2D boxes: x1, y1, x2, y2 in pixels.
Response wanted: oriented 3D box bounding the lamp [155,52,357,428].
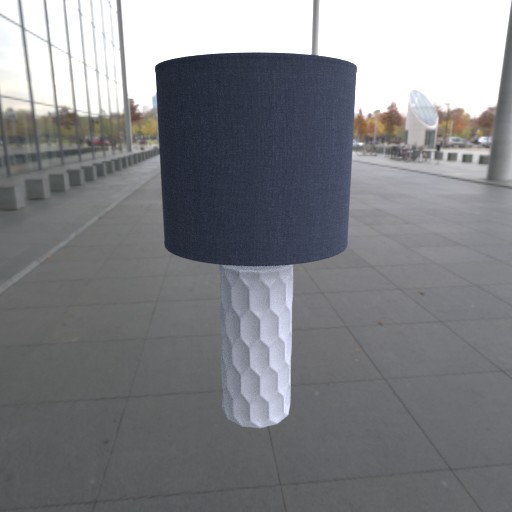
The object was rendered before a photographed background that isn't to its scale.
[{"bbox_3d":[0.000,0.000,0.688,0.277,0.537,0.277,2,15,9],"label":"lamp"}]
